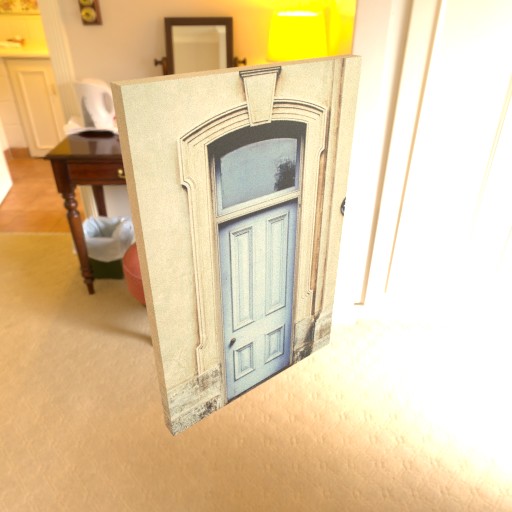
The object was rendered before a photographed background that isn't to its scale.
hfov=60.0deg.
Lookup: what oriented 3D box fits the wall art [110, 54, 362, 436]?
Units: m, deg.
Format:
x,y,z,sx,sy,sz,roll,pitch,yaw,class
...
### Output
x,y,z,sx,sy,sz,roll,pitch,yaw,class
0.000,0.000,0.964,0.508,0.764,0.038,-22,38,-31,wall art
